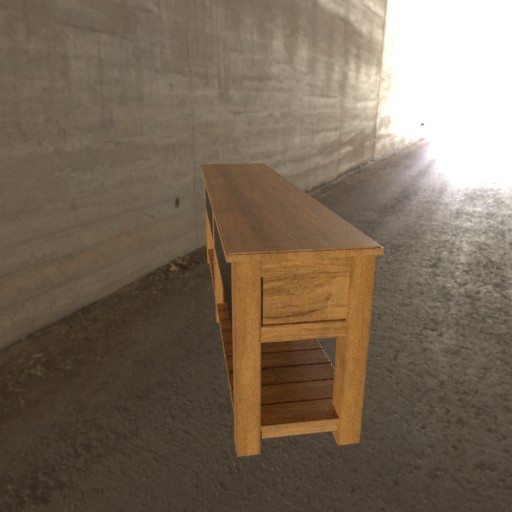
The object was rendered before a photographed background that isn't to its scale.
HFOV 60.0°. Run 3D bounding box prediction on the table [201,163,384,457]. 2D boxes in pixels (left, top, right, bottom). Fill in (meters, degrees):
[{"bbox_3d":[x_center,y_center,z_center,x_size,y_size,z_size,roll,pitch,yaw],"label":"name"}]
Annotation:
[{"bbox_3d":[0.000,0.000,2.067,0.425,0.635,1.815,-3,19,-8],"label":"table"}]
